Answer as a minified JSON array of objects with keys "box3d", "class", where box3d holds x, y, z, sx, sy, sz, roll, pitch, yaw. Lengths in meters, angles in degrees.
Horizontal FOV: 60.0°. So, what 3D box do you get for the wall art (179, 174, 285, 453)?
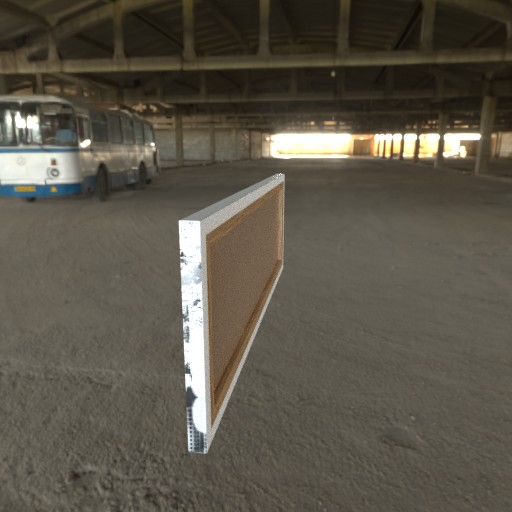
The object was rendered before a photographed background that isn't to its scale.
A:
[{"box3d":[0.000,0.000,1.627,0.044,0.507,1.520,2,14,9],"class":"wall art"}]
